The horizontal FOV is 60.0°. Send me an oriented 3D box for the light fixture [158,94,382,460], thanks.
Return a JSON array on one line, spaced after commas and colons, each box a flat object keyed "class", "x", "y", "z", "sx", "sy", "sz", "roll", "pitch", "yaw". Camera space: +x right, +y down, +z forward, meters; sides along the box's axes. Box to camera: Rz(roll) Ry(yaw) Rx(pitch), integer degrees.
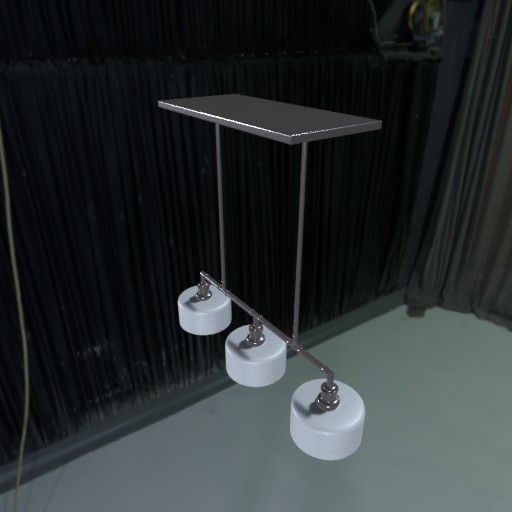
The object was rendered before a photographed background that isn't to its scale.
[{"class": "light fixture", "x": 0.000, "y": 0.000, "z": 0.877, "sx": 0.177, "sy": 0.557, "sz": 0.582, "roll": -18, "pitch": 32, "yaw": -32}]
